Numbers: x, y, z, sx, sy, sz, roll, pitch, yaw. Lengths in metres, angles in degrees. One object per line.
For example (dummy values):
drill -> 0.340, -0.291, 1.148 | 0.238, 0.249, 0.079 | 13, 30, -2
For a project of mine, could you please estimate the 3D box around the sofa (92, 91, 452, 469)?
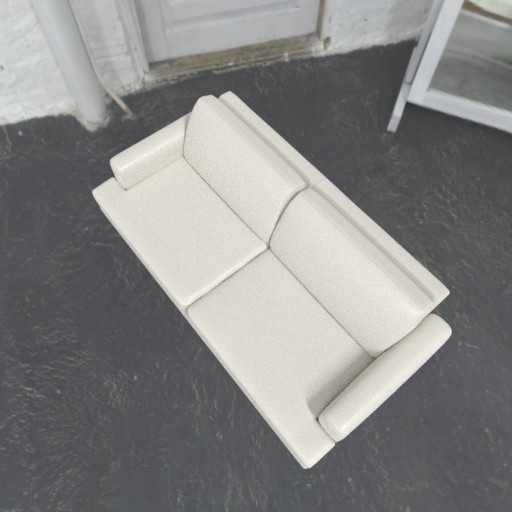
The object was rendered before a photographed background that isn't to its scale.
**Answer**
sofa -> 0.000, 0.000, 2.417 | 0.974, 0.765, 1.940 | -36, 69, -17
